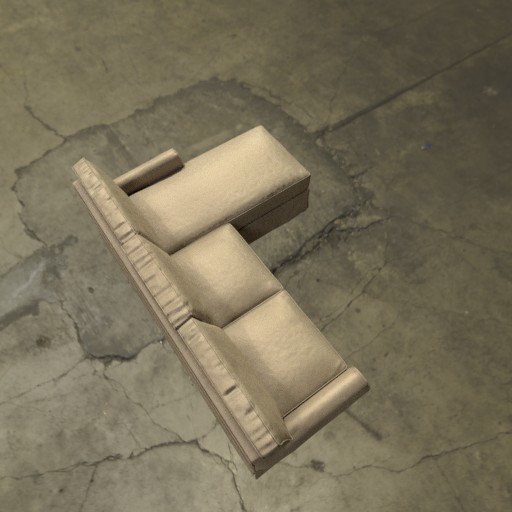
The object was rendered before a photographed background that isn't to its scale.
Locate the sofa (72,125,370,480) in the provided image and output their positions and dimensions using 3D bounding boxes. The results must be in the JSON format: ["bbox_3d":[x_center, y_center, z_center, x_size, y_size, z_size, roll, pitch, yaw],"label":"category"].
[{"bbox_3d":[0.000,0.000,3.340,1.733,0.978,2.475,-31,64,-17],"label":"sofa"}]
